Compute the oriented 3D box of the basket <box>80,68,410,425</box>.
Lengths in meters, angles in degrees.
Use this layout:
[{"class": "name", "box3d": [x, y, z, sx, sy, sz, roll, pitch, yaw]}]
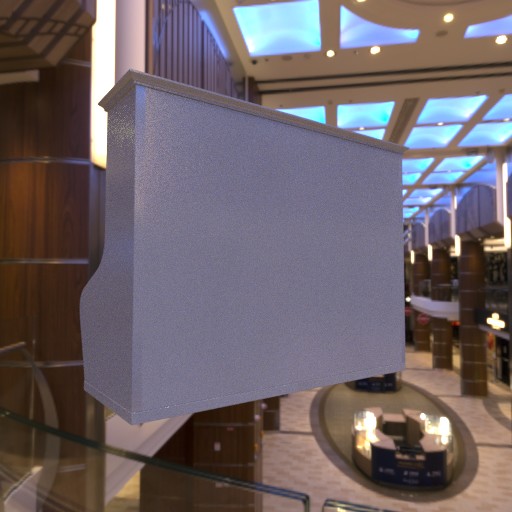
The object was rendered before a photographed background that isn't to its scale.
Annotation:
[{"class": "basket", "box3d": [0.000, 0.000, 1.105, 0.780, 0.600, 0.350, 2, -3, -36]}]
